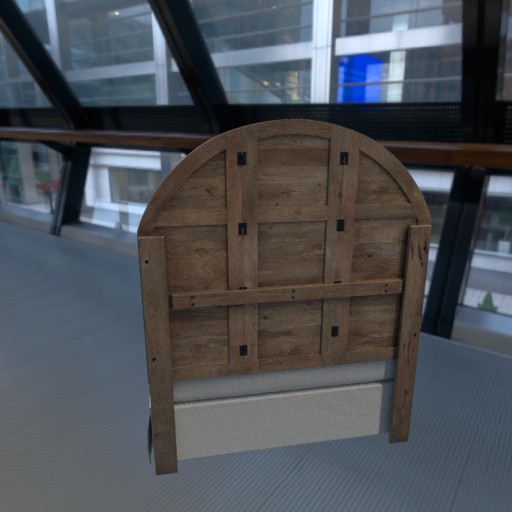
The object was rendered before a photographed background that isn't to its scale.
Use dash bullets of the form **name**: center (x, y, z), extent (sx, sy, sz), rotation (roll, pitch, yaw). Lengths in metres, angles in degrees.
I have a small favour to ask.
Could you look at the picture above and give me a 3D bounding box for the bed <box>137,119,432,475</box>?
- **bed**: center (0.000, 0.000, 3.460), extent (1.713, 2.002, 2.112), rotation (-3, 16, -10)
